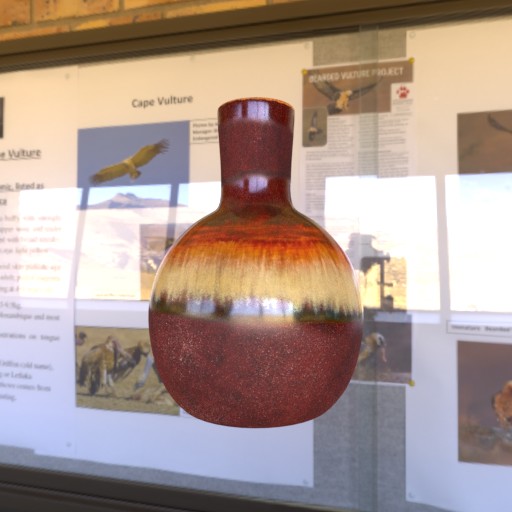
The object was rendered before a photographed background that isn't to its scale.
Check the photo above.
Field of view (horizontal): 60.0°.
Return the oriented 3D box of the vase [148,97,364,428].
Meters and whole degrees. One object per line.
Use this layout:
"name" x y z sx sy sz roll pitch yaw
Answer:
"vase" 0.000 0.000 0.235 0.111 0.154 0.111 0 0 0
